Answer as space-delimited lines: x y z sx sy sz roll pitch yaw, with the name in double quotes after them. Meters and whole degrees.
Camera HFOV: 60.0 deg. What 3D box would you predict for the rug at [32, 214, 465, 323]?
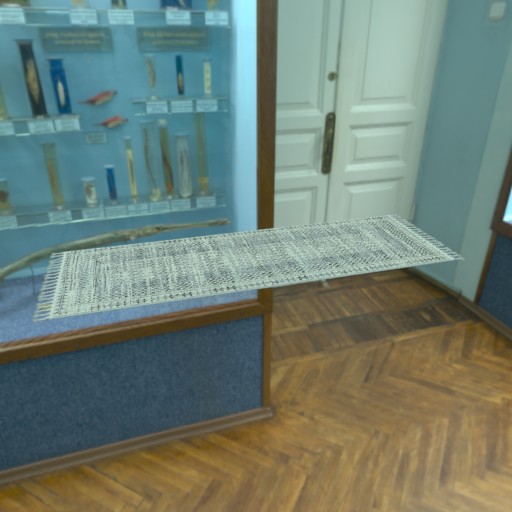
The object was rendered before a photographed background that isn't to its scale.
0.000 0.000 2.758 2.480 0.013 0.786 -7 28 -14 "rug"
